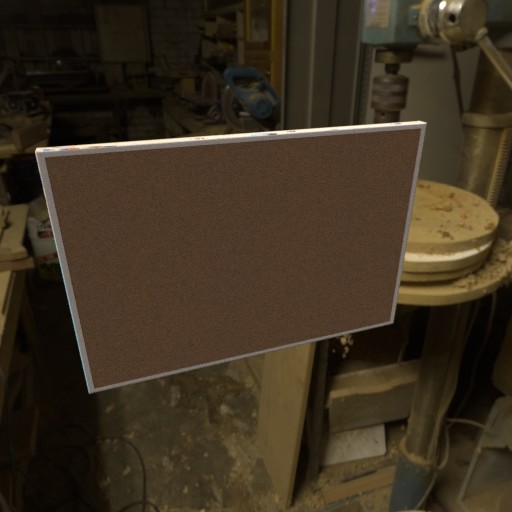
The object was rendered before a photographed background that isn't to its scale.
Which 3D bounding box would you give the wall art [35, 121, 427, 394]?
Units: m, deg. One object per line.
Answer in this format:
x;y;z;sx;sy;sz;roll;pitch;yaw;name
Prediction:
0.000;0.000;1.419;1.136;0.769;0.040;-9;28;-18;wall art
